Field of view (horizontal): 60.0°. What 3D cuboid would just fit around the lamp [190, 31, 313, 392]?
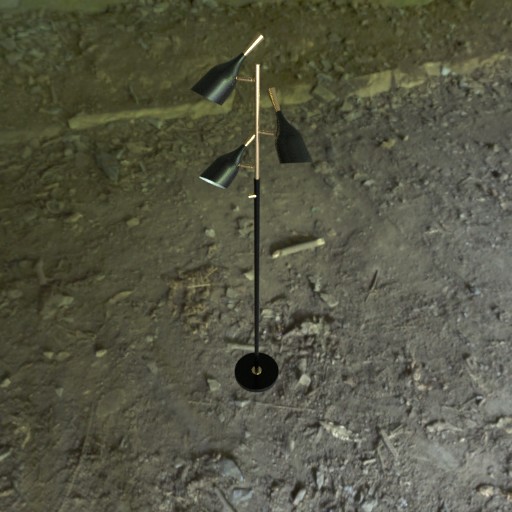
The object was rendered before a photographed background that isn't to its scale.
[{"bbox_3d":[0.000,0.000,1.944,0.434,1.778,0.253,12,43,14],"label":"lamp"}]
